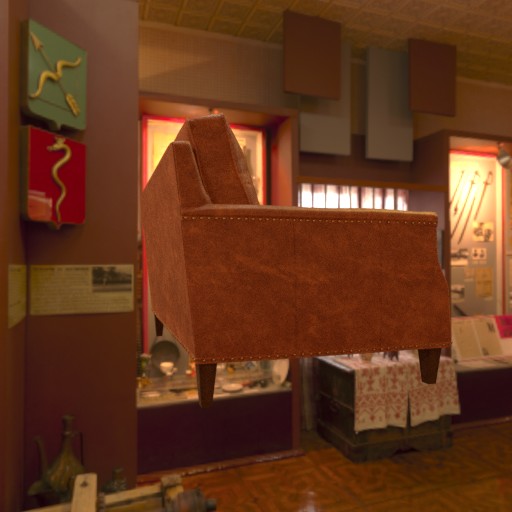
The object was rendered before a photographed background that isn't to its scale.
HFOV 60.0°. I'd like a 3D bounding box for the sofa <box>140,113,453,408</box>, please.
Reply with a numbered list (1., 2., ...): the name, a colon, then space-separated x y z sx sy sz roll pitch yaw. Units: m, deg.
1. sofa: 0.000 0.000 2.268 1.084 1.003 1.597 0 -1 -18
